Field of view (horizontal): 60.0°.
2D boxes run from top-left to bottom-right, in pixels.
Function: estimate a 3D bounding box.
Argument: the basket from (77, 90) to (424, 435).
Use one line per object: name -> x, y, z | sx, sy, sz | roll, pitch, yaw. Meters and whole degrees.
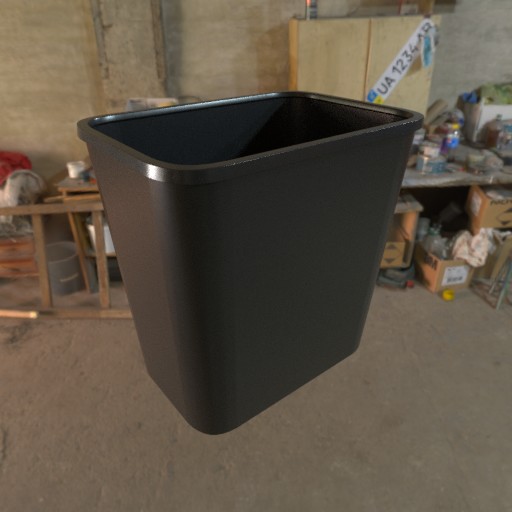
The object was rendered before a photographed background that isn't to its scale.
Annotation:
basket -> 0.000, 0.000, 0.503 | 0.300, 0.307, 0.211 | -21, 36, -33
